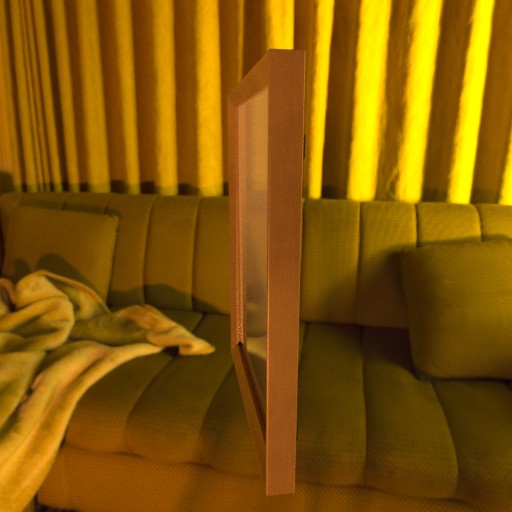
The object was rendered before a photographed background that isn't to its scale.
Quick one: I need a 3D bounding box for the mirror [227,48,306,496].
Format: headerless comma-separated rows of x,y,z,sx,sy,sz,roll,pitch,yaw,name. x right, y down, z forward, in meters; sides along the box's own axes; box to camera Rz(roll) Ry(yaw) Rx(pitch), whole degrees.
0.000,0.000,0.682,0.041,0.509,0.406,-2,14,-9,mirror
